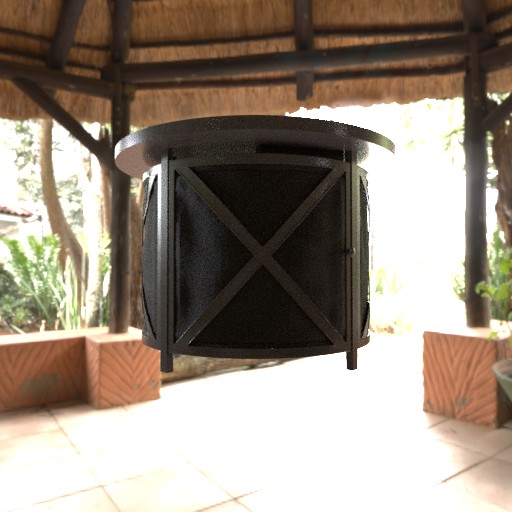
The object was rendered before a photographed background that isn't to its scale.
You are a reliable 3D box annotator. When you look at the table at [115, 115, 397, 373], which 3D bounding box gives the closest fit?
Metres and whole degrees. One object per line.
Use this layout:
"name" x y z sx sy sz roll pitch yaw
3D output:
"table" 0.000 0.000 1.501 0.914 0.650 0.914 0 -1 0
